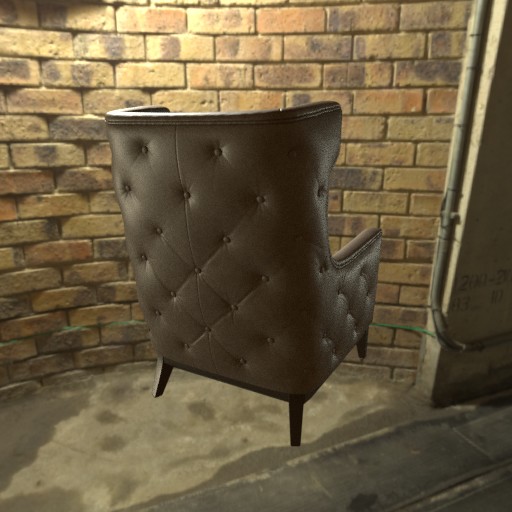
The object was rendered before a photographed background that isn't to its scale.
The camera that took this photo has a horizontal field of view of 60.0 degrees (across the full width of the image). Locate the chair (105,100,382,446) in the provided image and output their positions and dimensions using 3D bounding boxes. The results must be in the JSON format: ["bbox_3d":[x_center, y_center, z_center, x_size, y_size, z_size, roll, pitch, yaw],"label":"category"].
[{"bbox_3d":[0.000,0.000,1.674,0.769,1.079,0.899,9,18,27],"label":"chair"}]
